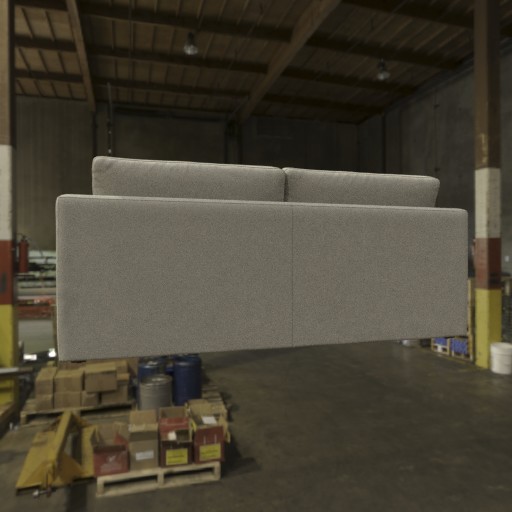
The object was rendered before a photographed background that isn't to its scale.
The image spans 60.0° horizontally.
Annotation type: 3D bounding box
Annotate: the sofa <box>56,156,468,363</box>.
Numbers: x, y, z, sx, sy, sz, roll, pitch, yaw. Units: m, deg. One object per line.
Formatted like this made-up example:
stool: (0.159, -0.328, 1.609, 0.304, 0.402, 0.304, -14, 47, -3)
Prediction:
sofa: (0.000, 0.000, 2.446, 1.905, 0.839, 1.091, 0, 0, -17)
